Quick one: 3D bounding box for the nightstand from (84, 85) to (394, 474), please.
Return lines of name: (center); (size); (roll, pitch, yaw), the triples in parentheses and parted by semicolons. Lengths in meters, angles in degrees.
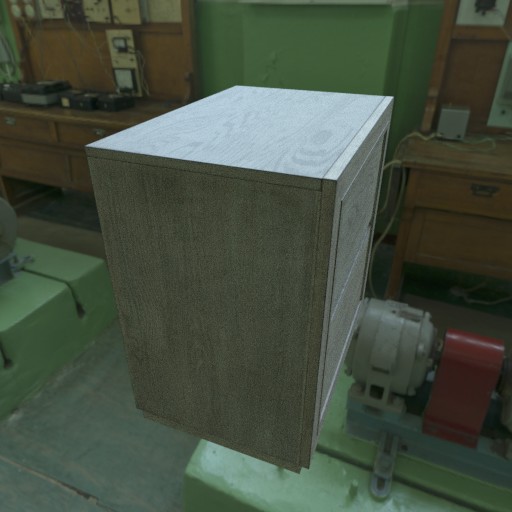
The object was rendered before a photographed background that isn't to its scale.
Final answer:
nightstand: (0.000, 0.000, 1.084); (0.483, 0.673, 0.612); (12, 32, 19)
